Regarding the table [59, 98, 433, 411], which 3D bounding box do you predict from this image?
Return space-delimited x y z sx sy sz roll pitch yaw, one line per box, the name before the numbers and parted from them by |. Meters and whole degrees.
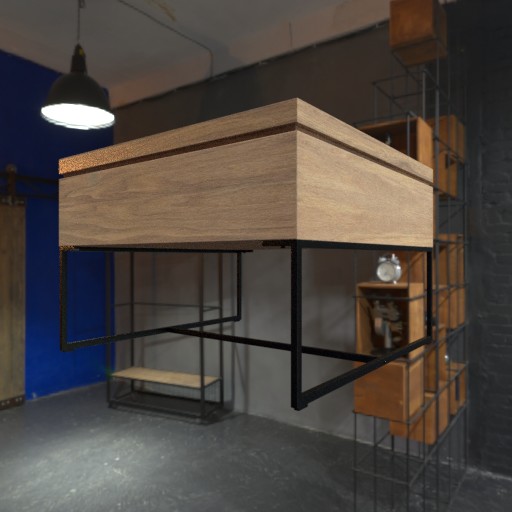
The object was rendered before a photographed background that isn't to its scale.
table | 0.000 0.000 1.126 0.679 0.464 0.676 0 0 38
